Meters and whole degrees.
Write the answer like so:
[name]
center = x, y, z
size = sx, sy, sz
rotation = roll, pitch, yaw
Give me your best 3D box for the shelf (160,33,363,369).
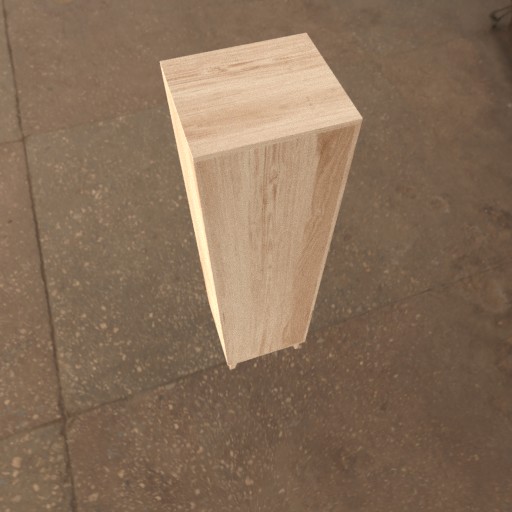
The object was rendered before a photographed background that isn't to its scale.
[shelf]
center = 0.000, 0.000, 2.197
size = 0.510, 1.960, 0.450
rotation = -15, 59, -9
